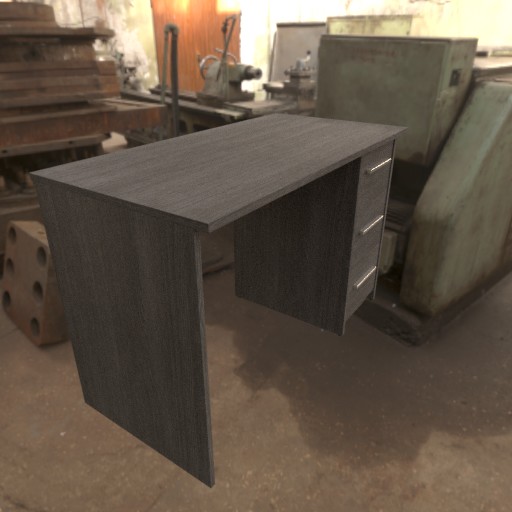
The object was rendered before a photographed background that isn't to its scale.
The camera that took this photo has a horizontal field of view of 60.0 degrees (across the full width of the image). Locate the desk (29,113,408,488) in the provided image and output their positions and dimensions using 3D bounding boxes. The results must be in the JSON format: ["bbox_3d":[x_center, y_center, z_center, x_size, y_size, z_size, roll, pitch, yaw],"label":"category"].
[{"bbox_3d":[0.000,0.000,1.484,0.560,0.735,1.097,17,31,31],"label":"desk"}]
